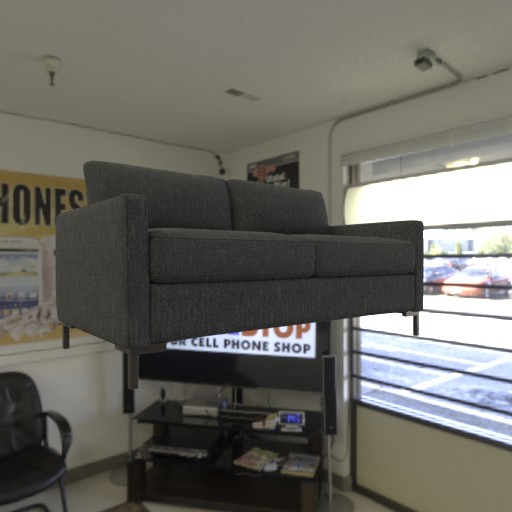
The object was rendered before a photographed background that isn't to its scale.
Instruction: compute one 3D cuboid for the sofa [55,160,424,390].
[{"bbox_3d":[0.000,0.000,2.231,1.716,0.862,0.866,0,0,-38],"label":"sofa"}]
